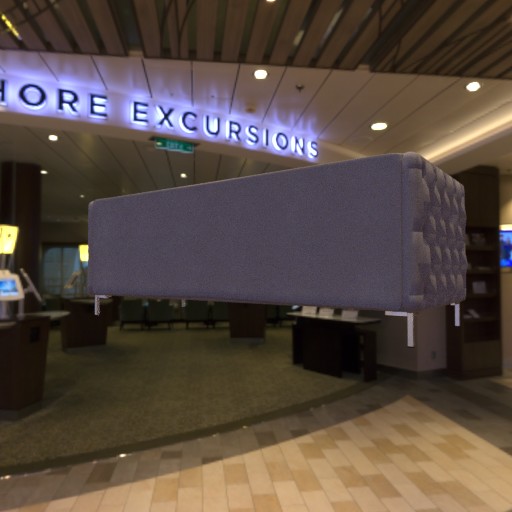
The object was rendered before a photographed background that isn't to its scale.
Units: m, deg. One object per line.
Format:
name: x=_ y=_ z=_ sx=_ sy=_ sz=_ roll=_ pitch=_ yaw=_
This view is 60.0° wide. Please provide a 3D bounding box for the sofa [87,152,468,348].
sofa: x=0.000 y=0.000 z=2.671 sx=2.209 sy=0.771 sz=0.895 roll=-1 pitch=-2 yaw=36
